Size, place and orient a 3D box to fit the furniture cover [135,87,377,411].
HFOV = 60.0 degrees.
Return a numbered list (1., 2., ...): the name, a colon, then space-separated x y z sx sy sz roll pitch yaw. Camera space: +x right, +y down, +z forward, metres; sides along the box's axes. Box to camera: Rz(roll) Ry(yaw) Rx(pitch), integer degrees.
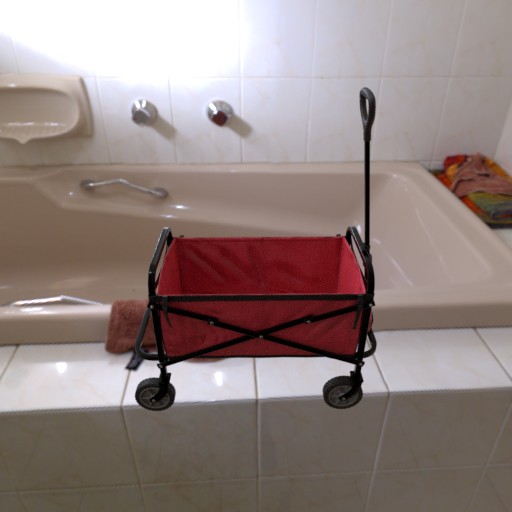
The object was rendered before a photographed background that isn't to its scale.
1. furniture cover: 0.000 0.000 1.803 1.038 1.295 0.532 0 31 -1
